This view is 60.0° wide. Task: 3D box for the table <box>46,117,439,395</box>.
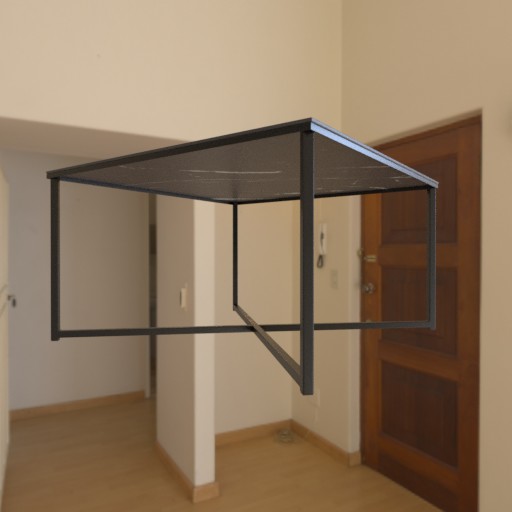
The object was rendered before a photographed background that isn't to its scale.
[{"bbox_3d":[0.000,0.000,1.267,0.800,0.450,0.800,0,0,36],"label":"table"}]
